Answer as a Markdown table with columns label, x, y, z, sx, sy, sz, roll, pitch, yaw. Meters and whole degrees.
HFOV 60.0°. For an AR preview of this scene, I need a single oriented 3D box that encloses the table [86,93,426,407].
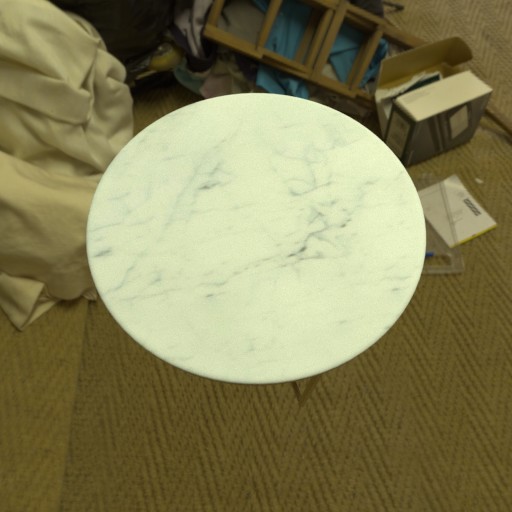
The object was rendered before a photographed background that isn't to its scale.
| label | x | y | z | sx | sy | sz | roll | pitch | yaw |
| --- | --- | --- | --- | --- | --- | --- | --- | --- | --- |
| table | 0.000 | 0.000 | 1.253 | 0.800 | 0.450 | 0.800 | 0 | 62 | 0 |
